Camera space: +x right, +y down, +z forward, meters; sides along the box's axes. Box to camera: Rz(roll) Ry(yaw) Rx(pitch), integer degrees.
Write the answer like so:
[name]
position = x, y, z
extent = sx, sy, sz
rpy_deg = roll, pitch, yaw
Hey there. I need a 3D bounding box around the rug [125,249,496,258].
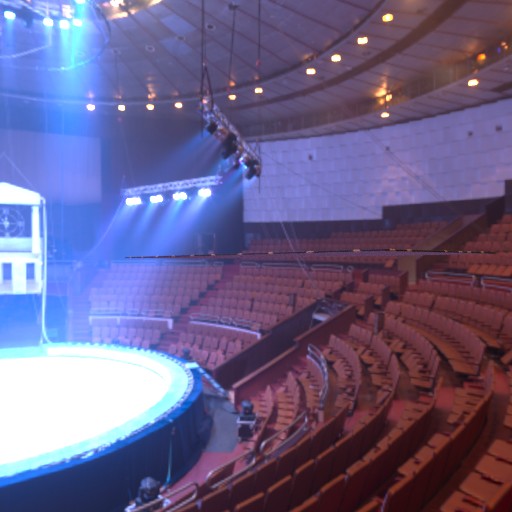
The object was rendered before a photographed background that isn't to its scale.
[rug]
position = 0.000, 0.000, 2.486
extent = 0.685, 0.006, 2.296
rpy_deg = 1, -1, -36
